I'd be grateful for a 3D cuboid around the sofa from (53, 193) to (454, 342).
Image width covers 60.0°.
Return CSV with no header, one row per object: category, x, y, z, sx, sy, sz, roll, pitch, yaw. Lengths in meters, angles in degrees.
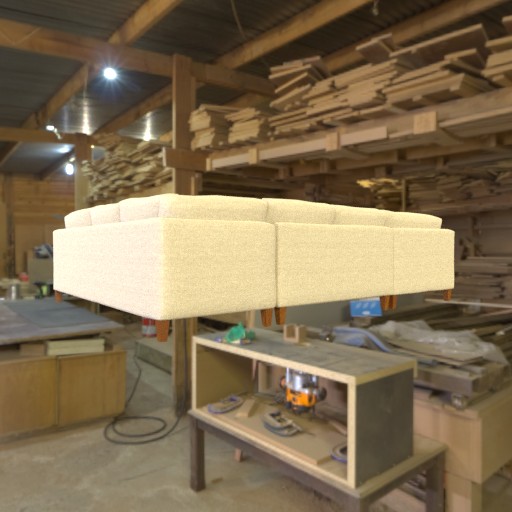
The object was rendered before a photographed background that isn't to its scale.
sofa,0.000,0.000,4.697,3.460,0.961,2.594,-1,2,-38
